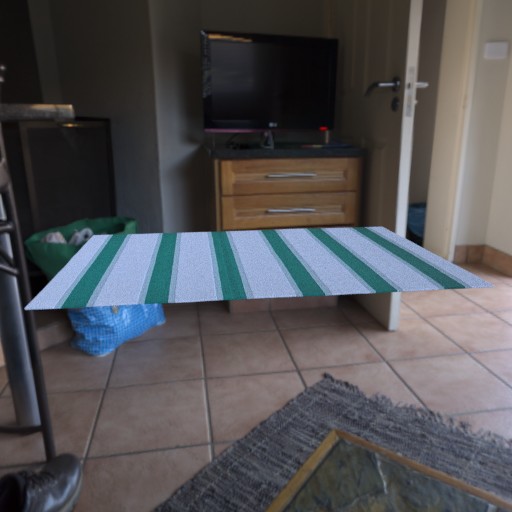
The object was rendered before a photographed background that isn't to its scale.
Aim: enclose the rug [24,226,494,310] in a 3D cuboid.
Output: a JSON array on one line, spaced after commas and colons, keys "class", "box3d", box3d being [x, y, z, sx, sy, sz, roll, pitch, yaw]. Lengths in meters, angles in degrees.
[{"class": "rug", "box3d": [0.000, 0.000, 2.990, 2.436, 0.015, 1.521, -2, 16, -7]}]
